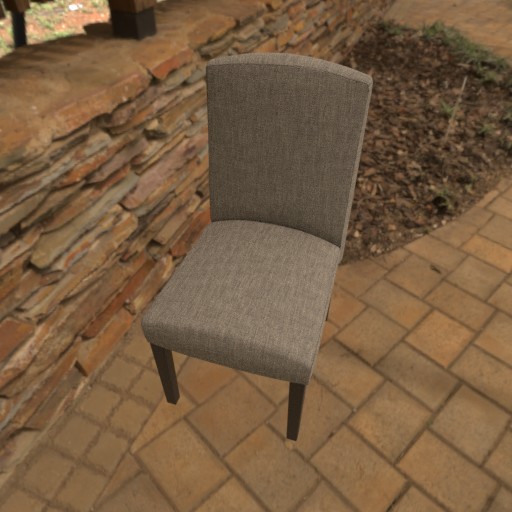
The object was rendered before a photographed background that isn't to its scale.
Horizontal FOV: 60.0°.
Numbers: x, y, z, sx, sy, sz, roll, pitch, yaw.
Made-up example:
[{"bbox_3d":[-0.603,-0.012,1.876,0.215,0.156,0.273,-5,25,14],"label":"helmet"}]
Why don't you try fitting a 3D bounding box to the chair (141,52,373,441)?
[{"bbox_3d":[0.000,0.000,1.236,0.451,0.917,0.580,12,42,13],"label":"chair"}]
